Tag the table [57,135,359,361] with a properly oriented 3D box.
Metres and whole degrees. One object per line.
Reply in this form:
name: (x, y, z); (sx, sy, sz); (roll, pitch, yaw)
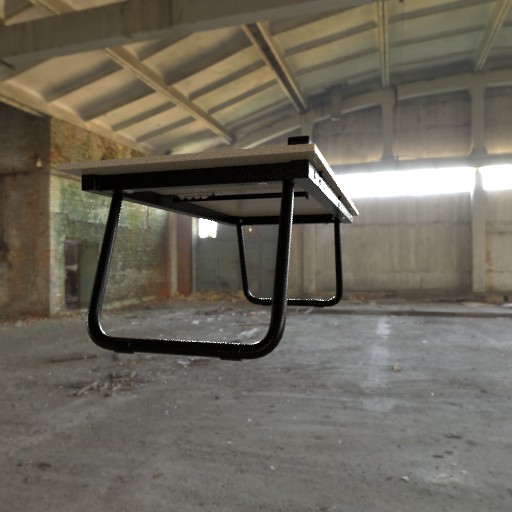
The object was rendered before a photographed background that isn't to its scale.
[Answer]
table: (0.000, 0.000, 0.807); (0.322, 0.242, 0.644); (0, -1, 17)
